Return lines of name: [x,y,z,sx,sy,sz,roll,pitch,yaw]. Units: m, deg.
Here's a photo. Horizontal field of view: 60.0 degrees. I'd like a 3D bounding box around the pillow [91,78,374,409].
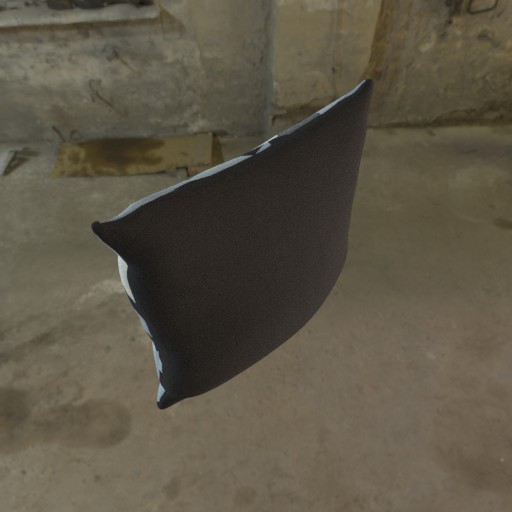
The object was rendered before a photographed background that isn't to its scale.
pillow: [0.000,0.000,0.776,0.503,0.496,0.208,-34,56,-27]
